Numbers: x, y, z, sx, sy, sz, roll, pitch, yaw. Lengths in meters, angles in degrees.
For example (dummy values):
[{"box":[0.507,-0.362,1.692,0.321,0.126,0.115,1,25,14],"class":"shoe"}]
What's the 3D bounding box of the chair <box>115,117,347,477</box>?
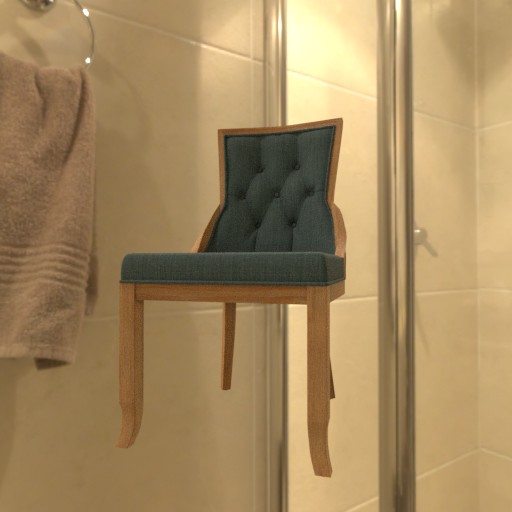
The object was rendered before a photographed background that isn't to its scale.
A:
[{"box":[0.000,0.000,1.318,0.524,0.947,0.641,0,-1,17],"class":"chair"}]
